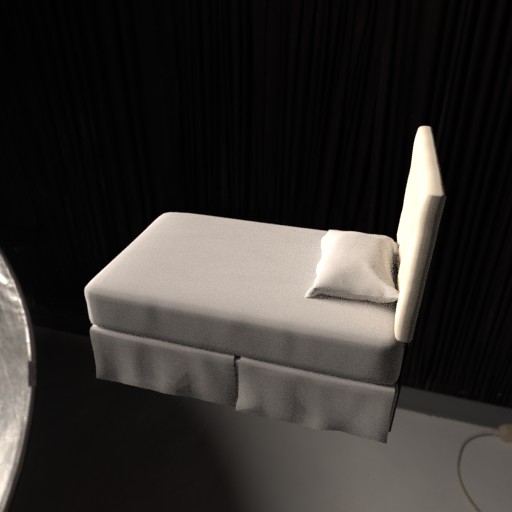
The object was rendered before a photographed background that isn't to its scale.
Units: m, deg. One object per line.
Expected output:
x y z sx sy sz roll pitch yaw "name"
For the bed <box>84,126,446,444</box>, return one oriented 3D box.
0.000 0.000 2.933 1.997 1.571 1.261 8 32 14 "bed"
